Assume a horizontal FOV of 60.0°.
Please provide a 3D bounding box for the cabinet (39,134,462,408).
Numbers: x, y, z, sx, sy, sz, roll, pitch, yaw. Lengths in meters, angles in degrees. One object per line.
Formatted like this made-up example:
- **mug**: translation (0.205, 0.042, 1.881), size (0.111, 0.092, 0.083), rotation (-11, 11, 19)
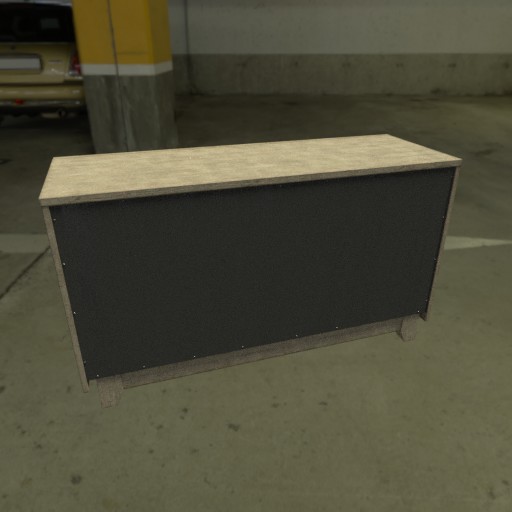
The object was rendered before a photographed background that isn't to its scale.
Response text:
- **cabinet**: translation (0.000, 0.000, 1.857), size (1.460, 0.825, 0.511), rotation (-8, 27, -16)
